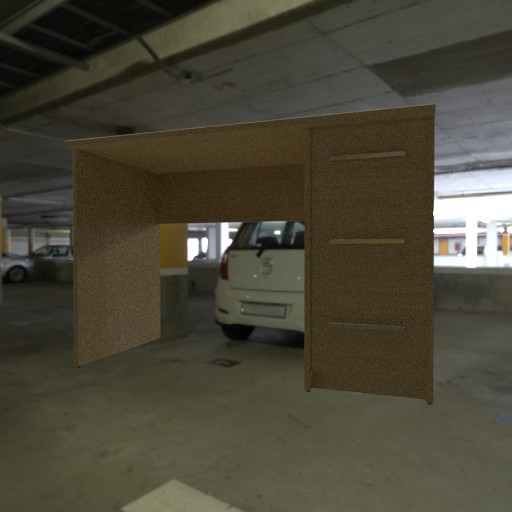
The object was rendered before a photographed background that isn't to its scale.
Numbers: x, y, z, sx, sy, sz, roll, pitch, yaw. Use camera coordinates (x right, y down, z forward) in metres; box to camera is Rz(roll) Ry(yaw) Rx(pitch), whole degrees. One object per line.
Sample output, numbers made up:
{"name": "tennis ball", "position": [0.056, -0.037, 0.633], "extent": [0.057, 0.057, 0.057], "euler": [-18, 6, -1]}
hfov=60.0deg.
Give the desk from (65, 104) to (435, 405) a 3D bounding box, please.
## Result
{"name": "desk", "position": [0.000, 0.000, 1.502], "extent": [1.097, 0.735, 0.560], "euler": [0, 1, 19]}
